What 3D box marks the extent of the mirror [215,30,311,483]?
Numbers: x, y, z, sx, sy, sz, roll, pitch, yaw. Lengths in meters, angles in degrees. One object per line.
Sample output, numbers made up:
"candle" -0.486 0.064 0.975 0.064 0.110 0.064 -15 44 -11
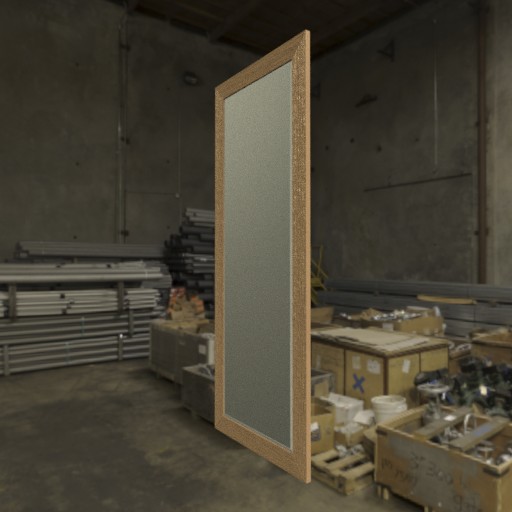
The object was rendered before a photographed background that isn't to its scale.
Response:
"mirror" 0.000 0.000 2.323 0.026 2.031 0.812 1 -1 -35
